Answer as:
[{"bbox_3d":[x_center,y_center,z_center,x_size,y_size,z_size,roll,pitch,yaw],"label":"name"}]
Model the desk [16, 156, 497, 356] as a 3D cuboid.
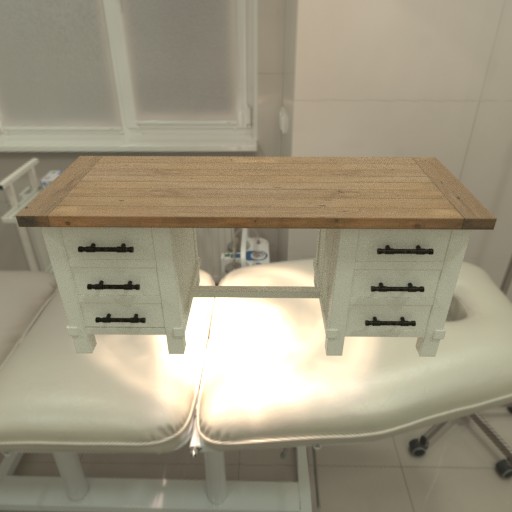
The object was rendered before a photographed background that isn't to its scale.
[{"bbox_3d":[0.000,0.000,2.153,1.803,0.760,0.688,0,31,1],"label":"desk"}]
